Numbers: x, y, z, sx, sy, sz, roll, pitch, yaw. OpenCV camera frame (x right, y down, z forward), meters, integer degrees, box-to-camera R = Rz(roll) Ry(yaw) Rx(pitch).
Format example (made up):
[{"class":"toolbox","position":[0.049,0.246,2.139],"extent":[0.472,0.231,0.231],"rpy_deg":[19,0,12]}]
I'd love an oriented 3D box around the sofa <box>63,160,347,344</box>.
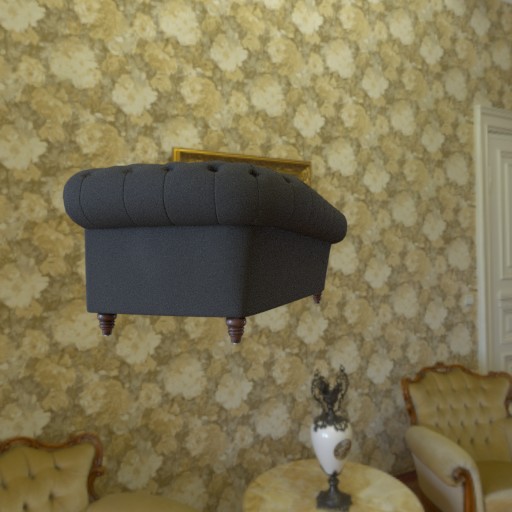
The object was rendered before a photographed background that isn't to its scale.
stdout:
[{"class":"sofa","position":[0.000,0.000,2.808],"extent":[0.991,0.762,2.362],"rpy_deg":[0,-1,18]}]
